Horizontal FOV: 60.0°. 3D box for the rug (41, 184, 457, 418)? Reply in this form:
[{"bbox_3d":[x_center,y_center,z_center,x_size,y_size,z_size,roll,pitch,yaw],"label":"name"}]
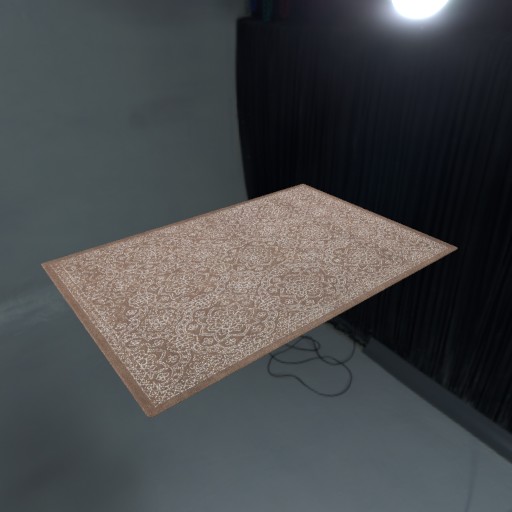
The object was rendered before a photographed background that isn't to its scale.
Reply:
[{"bbox_3d":[0.000,0.000,2.911,2.286,0.011,1.524,-21,36,-32],"label":"rug"}]
